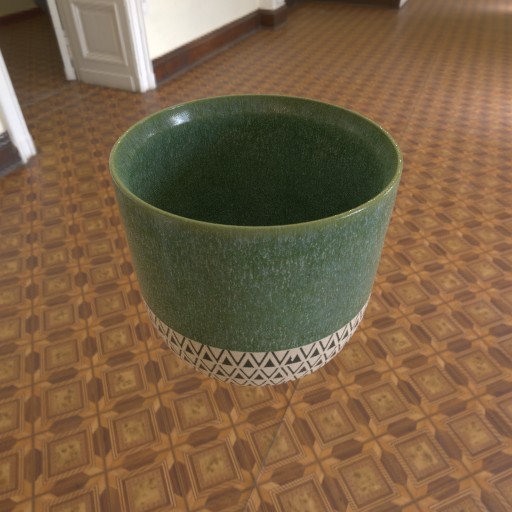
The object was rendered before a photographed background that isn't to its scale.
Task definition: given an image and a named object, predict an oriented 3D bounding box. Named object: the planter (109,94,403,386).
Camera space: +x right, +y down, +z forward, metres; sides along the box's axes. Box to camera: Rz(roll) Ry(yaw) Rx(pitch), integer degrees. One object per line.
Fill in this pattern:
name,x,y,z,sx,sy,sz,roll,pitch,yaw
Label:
planter,0.000,0.000,0.498,0.266,0.270,0.266,0,40,0
